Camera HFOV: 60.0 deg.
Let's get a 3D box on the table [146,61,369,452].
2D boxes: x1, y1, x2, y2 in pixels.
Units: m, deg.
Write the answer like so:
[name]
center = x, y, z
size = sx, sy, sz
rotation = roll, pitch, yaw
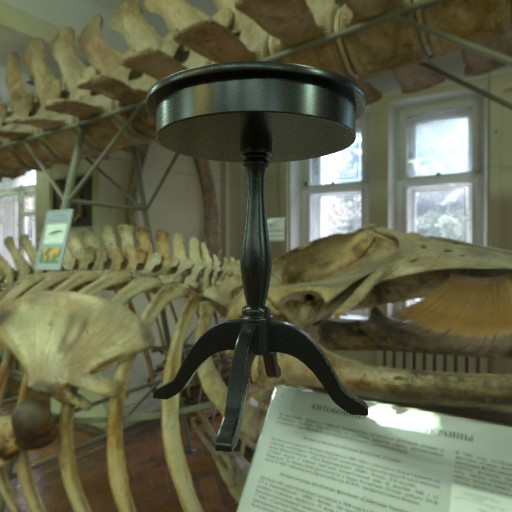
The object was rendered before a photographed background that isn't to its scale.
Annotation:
[table]
center = 0.000, 0.000, 0.989
size = 0.481, 0.665, 0.481
rotation = 0, 0, 0
